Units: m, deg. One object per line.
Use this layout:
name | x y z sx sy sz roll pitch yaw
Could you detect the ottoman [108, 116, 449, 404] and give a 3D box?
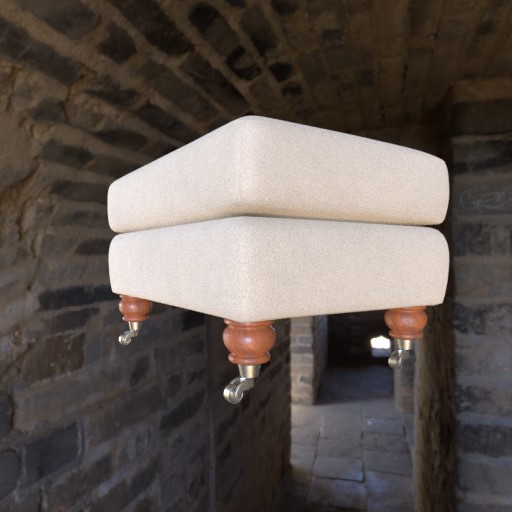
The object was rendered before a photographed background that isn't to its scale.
ottoman | 0.000 0.000 1.141 0.569 0.504 0.773 0 0 -34
